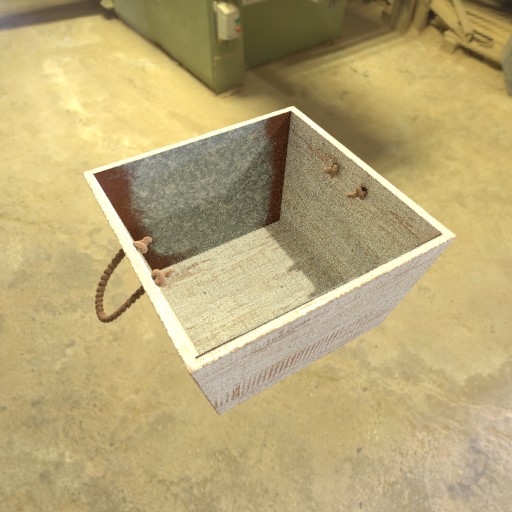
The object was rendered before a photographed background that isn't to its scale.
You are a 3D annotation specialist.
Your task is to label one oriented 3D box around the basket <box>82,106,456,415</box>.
[{"bbox_3d":[0.000,0.000,0.763,0.545,0.247,0.413,-24,52,-20],"label":"basket"}]
